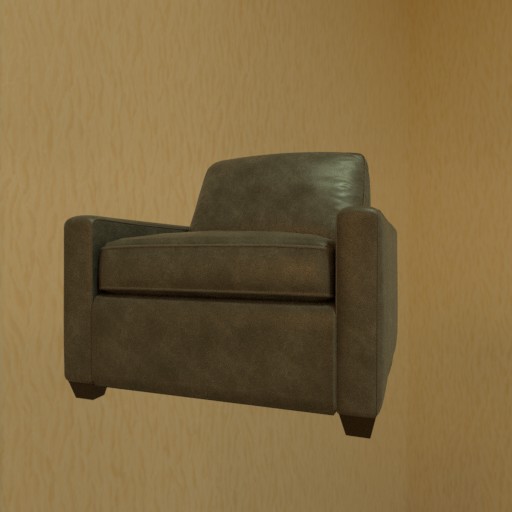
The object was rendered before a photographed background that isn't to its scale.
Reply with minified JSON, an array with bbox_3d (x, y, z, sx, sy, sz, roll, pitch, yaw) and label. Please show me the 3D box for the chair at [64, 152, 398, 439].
[{"bbox_3d":[0.000,0.000,1.685,1.006,0.916,0.939,0,1,20],"label":"chair"}]
